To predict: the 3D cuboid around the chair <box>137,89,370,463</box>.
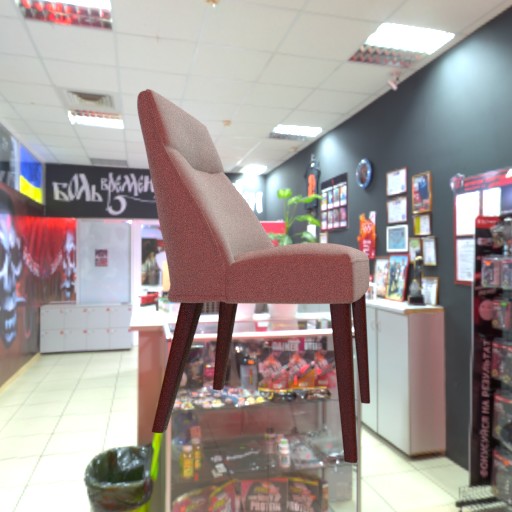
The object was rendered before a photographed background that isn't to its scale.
[{"bbox_3d":[0.000,0.000,1.298,0.620,0.930,0.500,0,0,18],"label":"chair"}]
